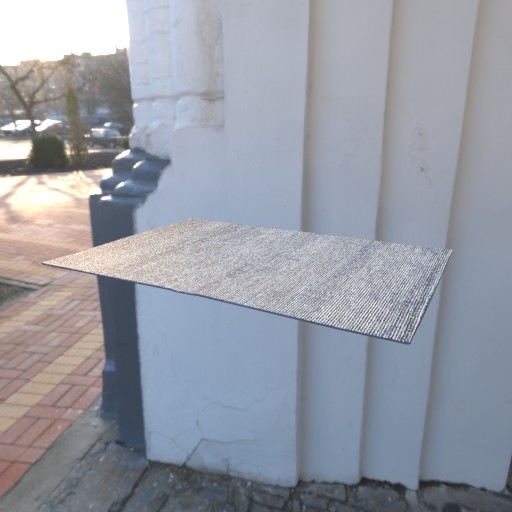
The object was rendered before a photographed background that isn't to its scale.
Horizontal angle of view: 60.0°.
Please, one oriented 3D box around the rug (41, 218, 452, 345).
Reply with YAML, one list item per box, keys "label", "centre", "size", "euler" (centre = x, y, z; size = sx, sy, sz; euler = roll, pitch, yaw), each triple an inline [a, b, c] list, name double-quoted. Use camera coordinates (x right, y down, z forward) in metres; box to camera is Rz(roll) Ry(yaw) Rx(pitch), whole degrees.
- label: "rug"
  centre: [0.000, 0.000, 3.051]
  size: [2.349, 0.030, 1.624]
  euler: [9, 19, 27]
